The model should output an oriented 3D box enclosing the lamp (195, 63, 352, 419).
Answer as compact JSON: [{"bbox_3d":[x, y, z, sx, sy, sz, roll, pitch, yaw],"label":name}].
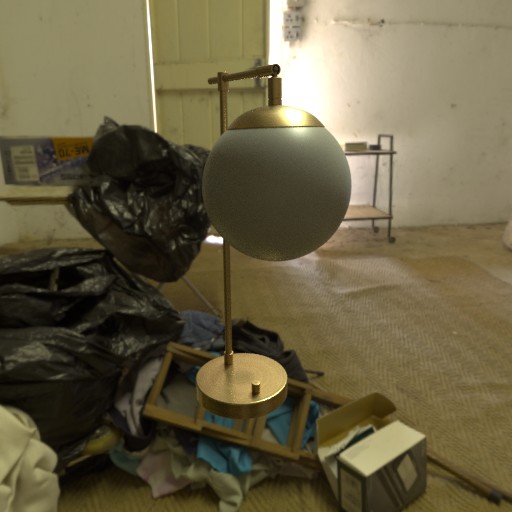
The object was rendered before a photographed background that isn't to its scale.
[{"bbox_3d":[0.000,0.000,0.704,0.207,0.559,0.324,-9,19,-27],"label":"lamp"}]
